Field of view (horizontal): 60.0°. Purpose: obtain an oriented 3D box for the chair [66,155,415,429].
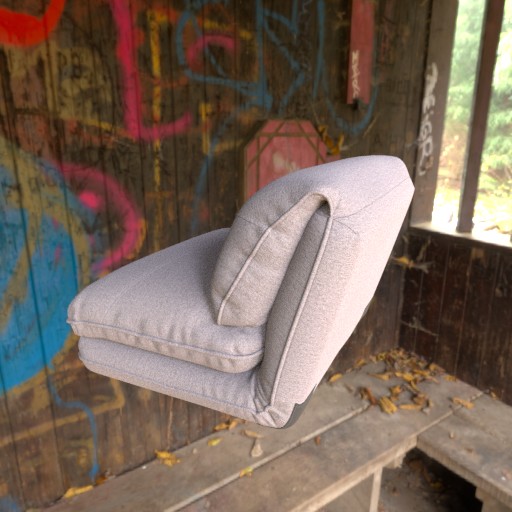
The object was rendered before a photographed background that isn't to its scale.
[{"bbox_3d":[0.000,0.000,1.331,0.780,0.580,0.820,8,18,25],"label":"chair"}]
